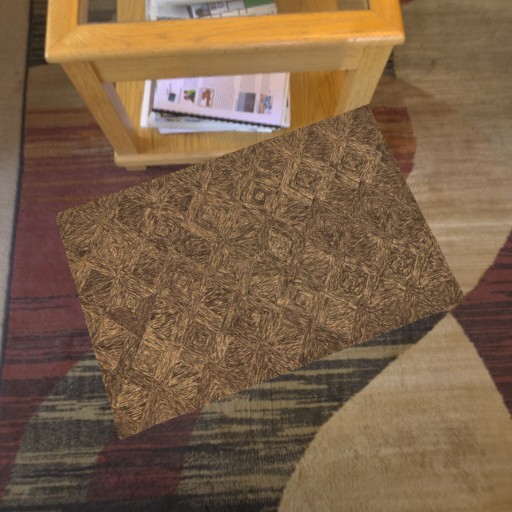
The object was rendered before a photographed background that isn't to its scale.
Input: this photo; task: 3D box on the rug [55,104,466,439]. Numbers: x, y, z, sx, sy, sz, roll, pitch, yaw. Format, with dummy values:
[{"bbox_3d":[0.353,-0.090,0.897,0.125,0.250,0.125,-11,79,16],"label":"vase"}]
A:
[{"bbox_3d":[0.000,0.000,2.266,1.808,0.011,1.189,-20,77,-5],"label":"rug"}]
